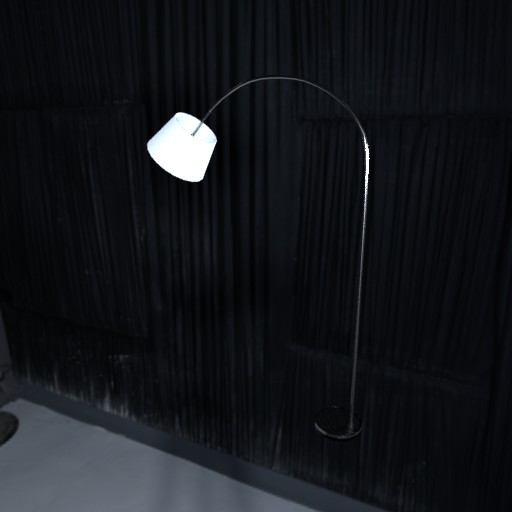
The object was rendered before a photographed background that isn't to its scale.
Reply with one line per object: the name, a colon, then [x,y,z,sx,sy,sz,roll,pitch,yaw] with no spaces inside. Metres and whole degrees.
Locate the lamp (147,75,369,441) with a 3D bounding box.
lamp: [0.000,0.000,2.769,1.445,2.098,0.406,7,17,25]
